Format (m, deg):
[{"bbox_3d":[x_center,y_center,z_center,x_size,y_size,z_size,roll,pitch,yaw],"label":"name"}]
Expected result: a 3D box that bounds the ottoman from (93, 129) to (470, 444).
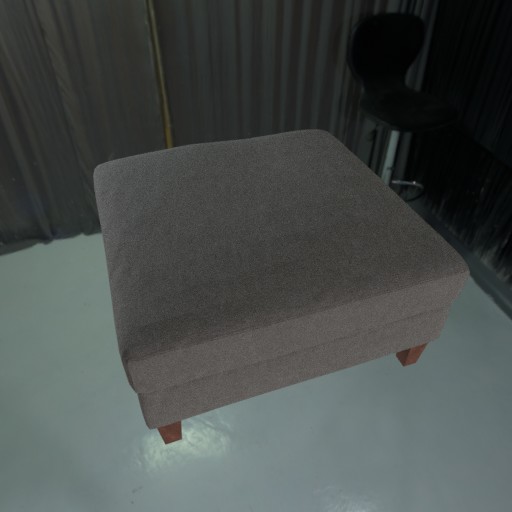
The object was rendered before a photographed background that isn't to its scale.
[{"bbox_3d":[0.000,0.000,1.420,0.881,0.482,0.861,-13,43,-15],"label":"ottoman"}]
